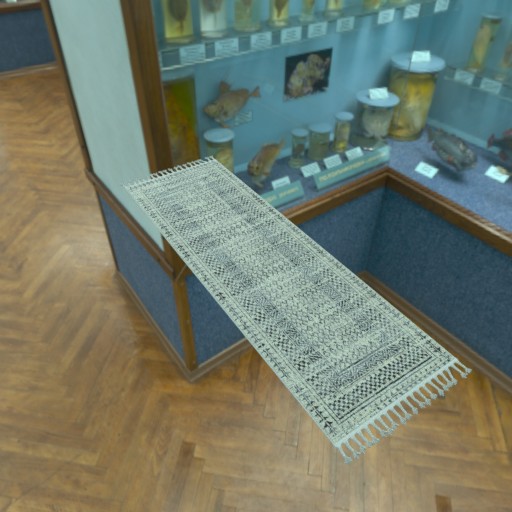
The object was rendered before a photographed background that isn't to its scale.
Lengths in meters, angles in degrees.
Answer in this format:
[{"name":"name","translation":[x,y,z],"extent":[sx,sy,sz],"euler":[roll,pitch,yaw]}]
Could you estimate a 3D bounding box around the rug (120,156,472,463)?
[{"name":"rug","translation":[0.000,0.000,2.657],"extent":[0.786,0.013,2.480],"euler":[-24,46,-25]}]
